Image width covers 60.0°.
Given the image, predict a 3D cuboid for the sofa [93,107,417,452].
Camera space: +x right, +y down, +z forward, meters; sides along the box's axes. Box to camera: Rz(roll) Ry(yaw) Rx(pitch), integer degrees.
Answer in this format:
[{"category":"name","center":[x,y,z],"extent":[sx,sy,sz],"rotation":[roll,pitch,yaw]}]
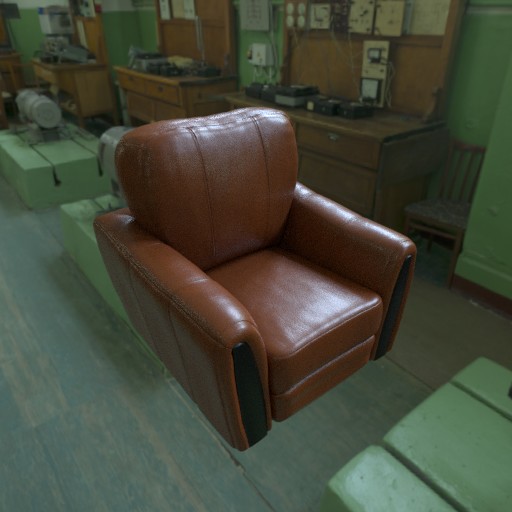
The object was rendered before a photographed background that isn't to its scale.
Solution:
[{"category":"sofa","center":[0.000,0.000,1.528],"extent":[0.836,0.876,0.789],"rotation":[-21,36,-33]}]
